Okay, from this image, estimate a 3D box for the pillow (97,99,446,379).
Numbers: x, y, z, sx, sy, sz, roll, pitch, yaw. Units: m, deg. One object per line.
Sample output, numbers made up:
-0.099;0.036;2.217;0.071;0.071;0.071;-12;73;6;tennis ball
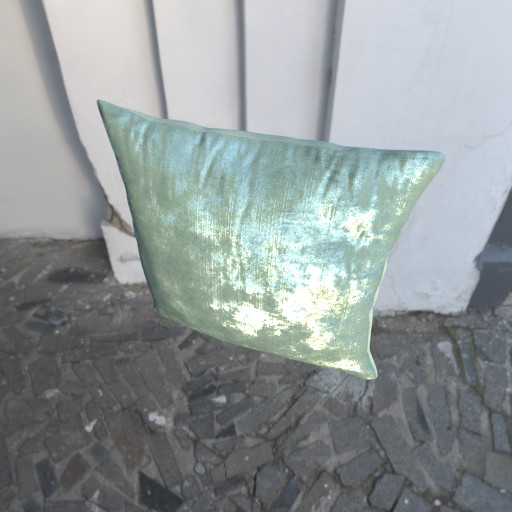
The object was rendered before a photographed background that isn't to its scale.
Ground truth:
0.000;0.000;0.721;0.470;0.464;0.175;13;43;14;pillow
